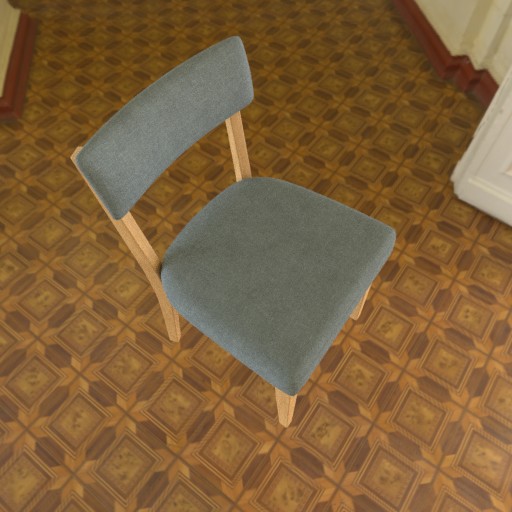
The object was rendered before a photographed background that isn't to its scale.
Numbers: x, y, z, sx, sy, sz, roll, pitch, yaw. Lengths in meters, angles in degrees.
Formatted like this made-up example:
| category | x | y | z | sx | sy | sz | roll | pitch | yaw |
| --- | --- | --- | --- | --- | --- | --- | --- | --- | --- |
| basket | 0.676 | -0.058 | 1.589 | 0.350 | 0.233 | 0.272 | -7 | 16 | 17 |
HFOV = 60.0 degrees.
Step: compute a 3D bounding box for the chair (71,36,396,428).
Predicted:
| category | x | y | z | sx | sy | sz | roll | pitch | yaw |
| --- | --- | --- | --- | --- | --- | --- | --- | --- | --- |
| chair | 0.000 | 0.000 | 1.164 | 0.572 | 0.832 | 0.508 | 31 | 62 | 18 |
